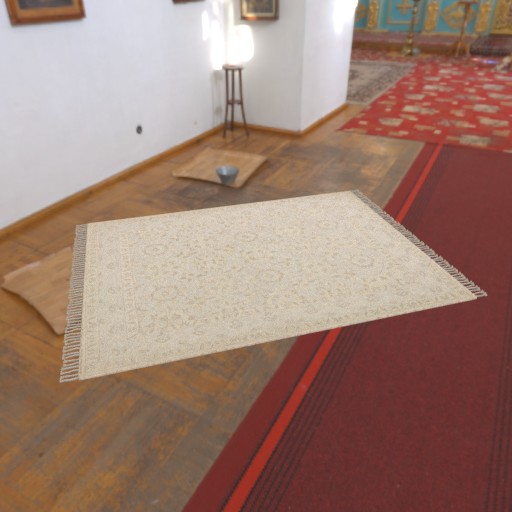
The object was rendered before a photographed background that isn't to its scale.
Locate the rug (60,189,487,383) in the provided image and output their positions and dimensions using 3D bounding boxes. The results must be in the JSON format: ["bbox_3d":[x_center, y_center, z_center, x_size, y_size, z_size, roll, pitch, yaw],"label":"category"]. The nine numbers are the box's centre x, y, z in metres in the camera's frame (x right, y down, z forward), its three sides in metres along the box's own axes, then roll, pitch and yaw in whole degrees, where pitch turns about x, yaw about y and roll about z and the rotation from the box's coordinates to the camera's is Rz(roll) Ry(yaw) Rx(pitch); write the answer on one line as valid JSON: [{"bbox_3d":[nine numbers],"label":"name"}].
[{"bbox_3d":[0.000,0.000,2.238,1.771,0.015,1.223,-9,33,-14],"label":"rug"}]
